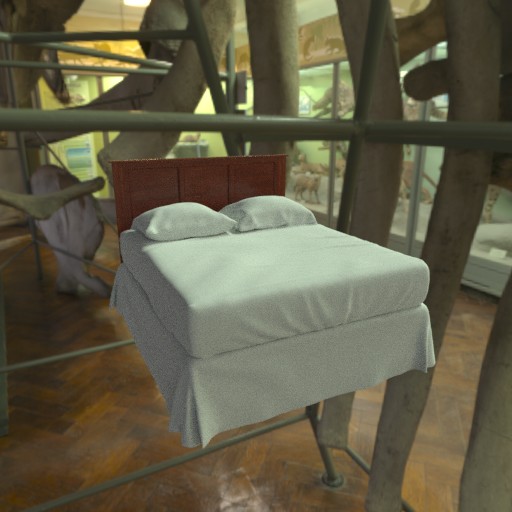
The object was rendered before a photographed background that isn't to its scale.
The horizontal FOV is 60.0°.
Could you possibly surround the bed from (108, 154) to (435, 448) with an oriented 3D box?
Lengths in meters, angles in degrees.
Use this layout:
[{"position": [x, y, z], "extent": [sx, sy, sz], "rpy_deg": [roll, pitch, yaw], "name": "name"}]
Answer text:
[{"position": [0.000, 0.000, 3.226], "extent": [1.870, 1.270, 2.050], "rpy_deg": [-8, 19, -25], "name": "bed"}]
